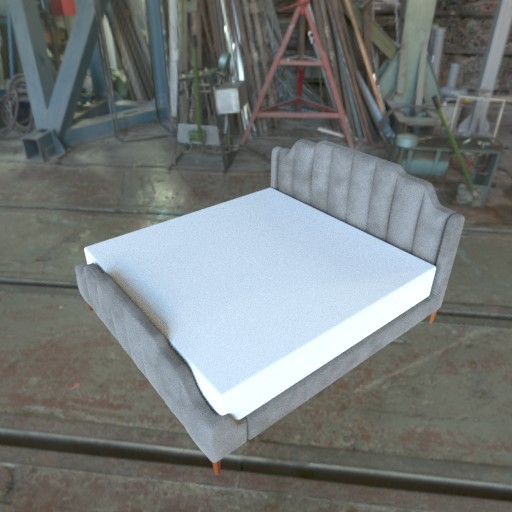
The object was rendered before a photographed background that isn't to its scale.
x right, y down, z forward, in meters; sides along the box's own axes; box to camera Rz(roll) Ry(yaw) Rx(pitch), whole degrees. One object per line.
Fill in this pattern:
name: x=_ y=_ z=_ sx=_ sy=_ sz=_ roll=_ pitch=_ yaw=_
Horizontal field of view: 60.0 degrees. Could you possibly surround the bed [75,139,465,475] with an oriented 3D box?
bed: x=0.000 y=0.000 z=3.555 sx=2.340 sy=1.245 sz=2.074 roll=-23 pitch=38 yaw=-32
